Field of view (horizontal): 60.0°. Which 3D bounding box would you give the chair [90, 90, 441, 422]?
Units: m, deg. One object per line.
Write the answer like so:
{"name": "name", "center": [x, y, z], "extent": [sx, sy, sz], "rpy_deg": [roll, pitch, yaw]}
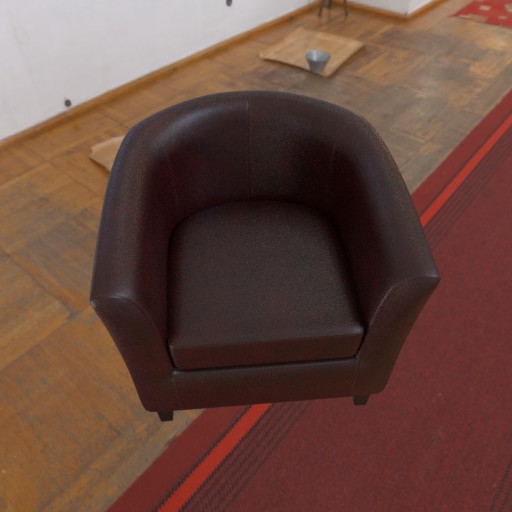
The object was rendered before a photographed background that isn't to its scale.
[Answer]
{"name": "chair", "center": [0.000, 0.000, 1.377], "extent": [0.792, 0.756, 0.727], "rpy_deg": [-3, 45, -3]}
